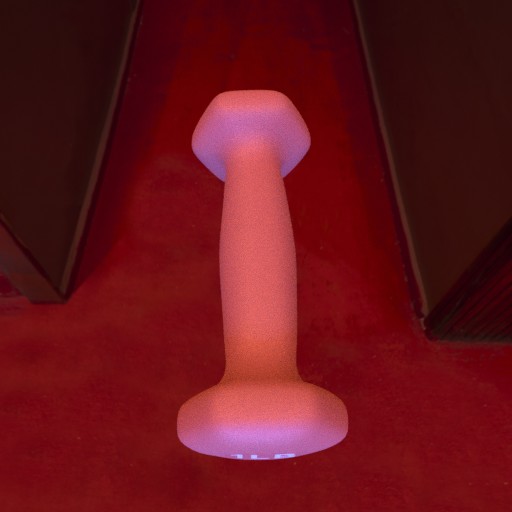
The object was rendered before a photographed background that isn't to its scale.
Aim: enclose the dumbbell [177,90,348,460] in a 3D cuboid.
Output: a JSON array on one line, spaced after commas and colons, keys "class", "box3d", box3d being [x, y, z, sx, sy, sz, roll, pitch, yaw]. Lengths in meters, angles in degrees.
[{"class": "dumbbell", "box3d": [0.000, 0.000, 0.148, 0.047, 0.043, 0.123, -2, 59, -1]}]
